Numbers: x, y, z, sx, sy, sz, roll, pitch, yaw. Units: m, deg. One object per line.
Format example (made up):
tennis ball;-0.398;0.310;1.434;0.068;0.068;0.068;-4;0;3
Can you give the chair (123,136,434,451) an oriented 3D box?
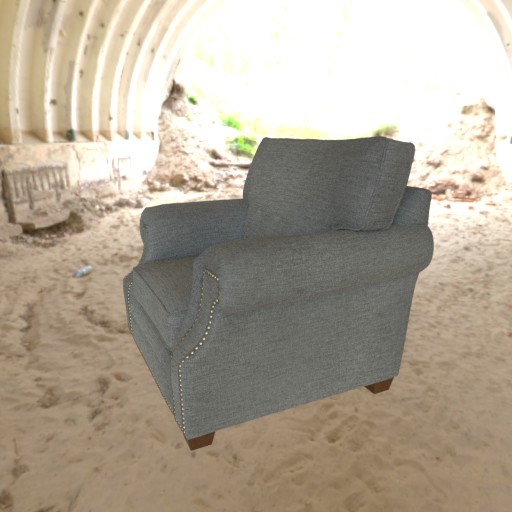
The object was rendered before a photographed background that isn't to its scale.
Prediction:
chair;0.000;0.000;1.843;0.965;0.961;1.092;-7;17;-25
